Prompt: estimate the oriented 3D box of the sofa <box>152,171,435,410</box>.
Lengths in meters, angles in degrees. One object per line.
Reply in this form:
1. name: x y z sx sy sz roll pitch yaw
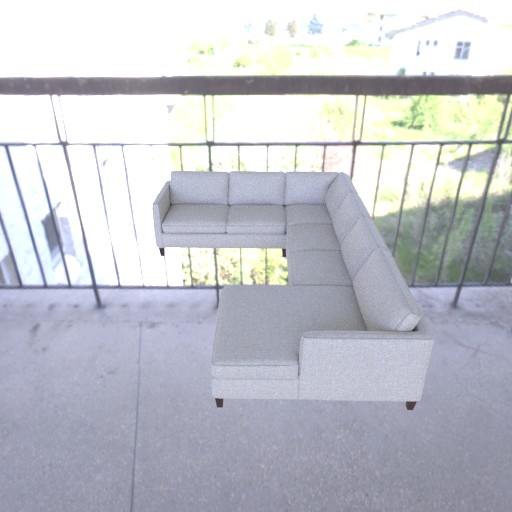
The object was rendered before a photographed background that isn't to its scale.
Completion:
1. sofa: 0.000 0.000 4.623 2.551 0.889 3.403 0 28 1
